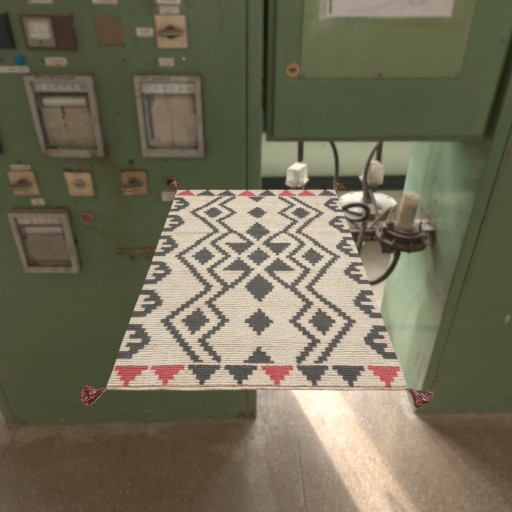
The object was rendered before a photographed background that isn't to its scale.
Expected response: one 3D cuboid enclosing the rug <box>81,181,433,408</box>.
[{"bbox_3d":[0.000,0.000,3.238,1.741,0.066,2.672,0,32,0],"label":"rug"}]
